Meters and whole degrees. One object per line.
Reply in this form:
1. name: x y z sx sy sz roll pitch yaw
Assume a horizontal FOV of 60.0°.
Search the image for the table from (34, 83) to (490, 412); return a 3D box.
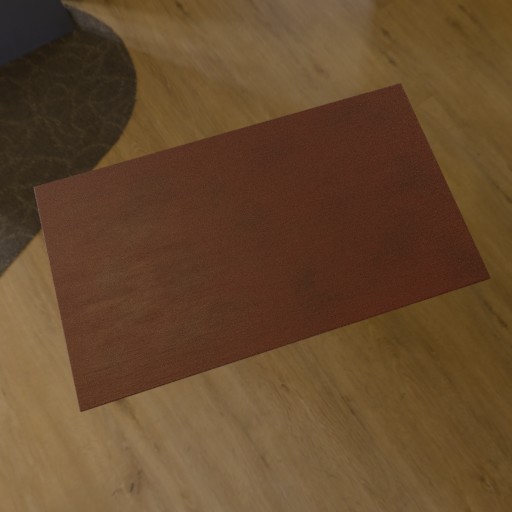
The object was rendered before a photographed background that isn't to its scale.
1. table: 0.000 0.000 1.245 0.943 0.456 0.533 -17 76 -4
